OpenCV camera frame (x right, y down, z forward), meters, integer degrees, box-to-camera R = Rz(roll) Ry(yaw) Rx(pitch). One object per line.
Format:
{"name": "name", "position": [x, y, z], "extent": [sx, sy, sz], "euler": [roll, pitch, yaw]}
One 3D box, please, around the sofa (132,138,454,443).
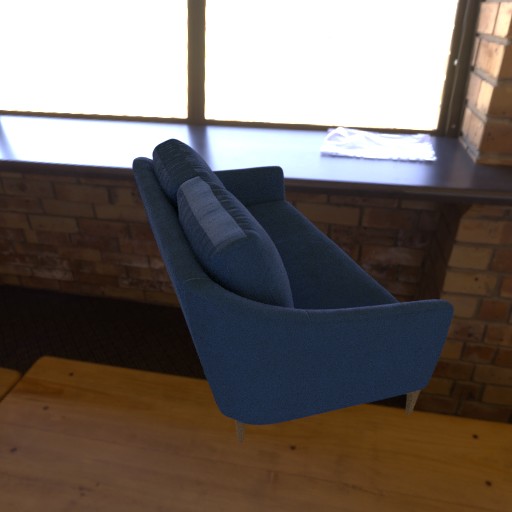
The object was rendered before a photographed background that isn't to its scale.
{"name": "sofa", "position": [0.000, 0.000, 2.152], "extent": [0.960, 0.902, 1.619], "euler": [-10, 31, -17]}
